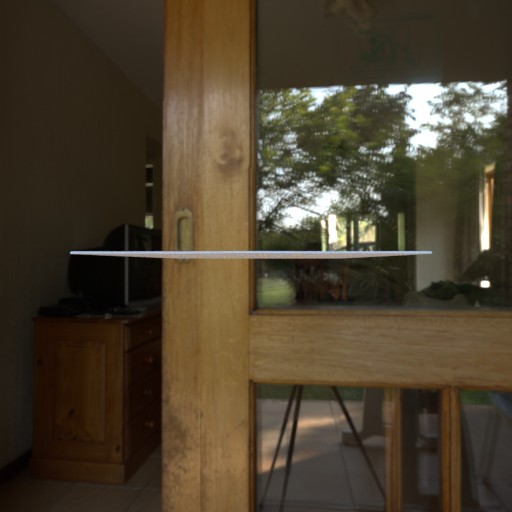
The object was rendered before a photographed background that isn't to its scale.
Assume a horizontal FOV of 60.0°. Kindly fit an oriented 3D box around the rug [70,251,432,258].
[{"bbox_3d":[0.000,0.000,2.406,1.231,0.012,1.835,0,-1,1],"label":"rug"}]
